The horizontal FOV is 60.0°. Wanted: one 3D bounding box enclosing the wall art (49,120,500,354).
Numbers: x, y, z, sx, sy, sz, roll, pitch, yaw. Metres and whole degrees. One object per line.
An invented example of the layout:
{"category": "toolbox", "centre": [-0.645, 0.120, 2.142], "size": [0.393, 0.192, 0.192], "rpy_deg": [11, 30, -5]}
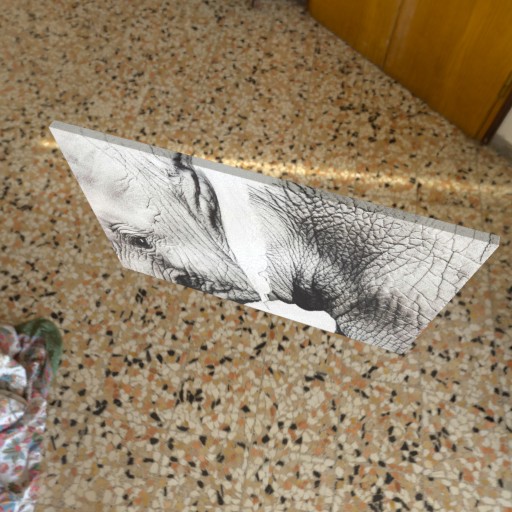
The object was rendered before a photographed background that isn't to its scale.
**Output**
{"category": "wall art", "centre": [0.000, 0.000, 1.124], "size": [0.914, 0.607, 0.023], "rpy_deg": [16, 61, 9]}
